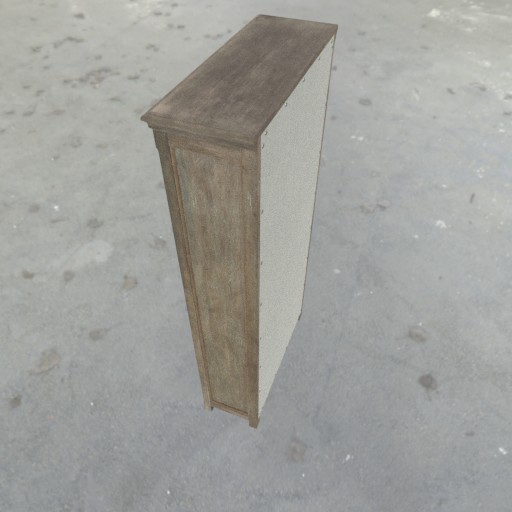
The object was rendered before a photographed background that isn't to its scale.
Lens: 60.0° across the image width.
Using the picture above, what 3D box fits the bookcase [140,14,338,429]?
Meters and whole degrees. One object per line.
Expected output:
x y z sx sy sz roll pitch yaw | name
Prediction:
0.000 0.000 2.164 0.348 1.880 0.906 16 48 15 | bookcase
